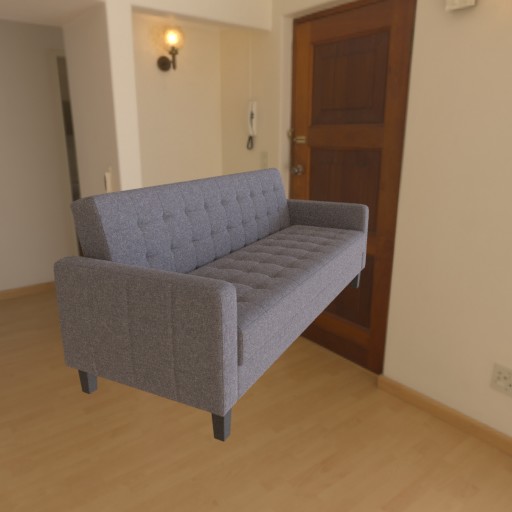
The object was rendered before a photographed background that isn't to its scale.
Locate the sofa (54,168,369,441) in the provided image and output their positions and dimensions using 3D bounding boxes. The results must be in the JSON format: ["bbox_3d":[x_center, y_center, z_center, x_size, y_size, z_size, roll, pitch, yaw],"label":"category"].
[{"bbox_3d":[0.000,0.000,2.491,0.810,0.850,2.040,8,17,26],"label":"sofa"}]
